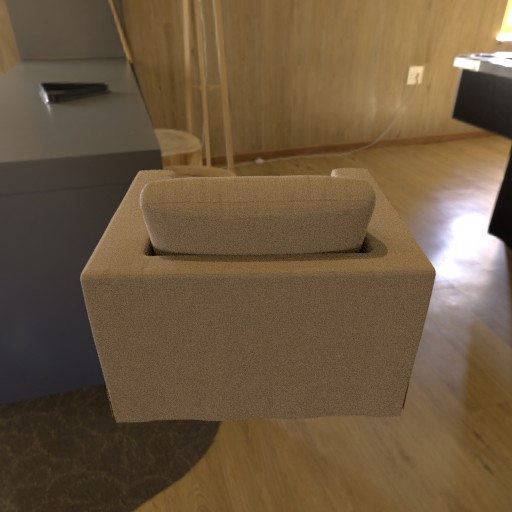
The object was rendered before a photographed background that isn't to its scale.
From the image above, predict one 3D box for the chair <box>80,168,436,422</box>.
[{"bbox_3d":[0.000,0.000,1.866,1.150,0.878,0.957,-1,31,-1],"label":"chair"}]
